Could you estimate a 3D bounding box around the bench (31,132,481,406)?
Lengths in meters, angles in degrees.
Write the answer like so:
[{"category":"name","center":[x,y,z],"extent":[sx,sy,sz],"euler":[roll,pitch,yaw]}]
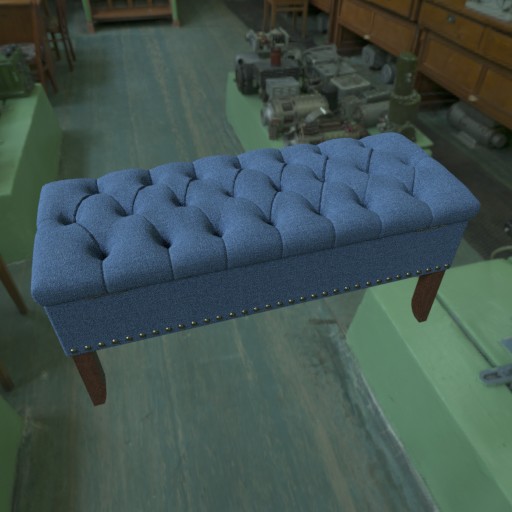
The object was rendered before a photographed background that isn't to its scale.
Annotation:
[{"category":"bench","center":[0.000,0.000,1.263],"extent":[1.052,0.492,0.417],"euler":[-11,42,-13]}]
